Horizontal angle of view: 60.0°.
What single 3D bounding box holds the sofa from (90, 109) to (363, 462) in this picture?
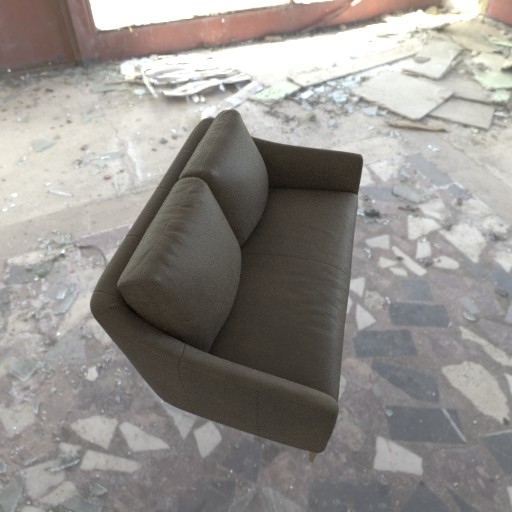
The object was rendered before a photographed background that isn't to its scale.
[{"bbox_3d":[0.000,0.000,2.217,0.960,0.902,1.619,9,46,9],"label":"sofa"}]
